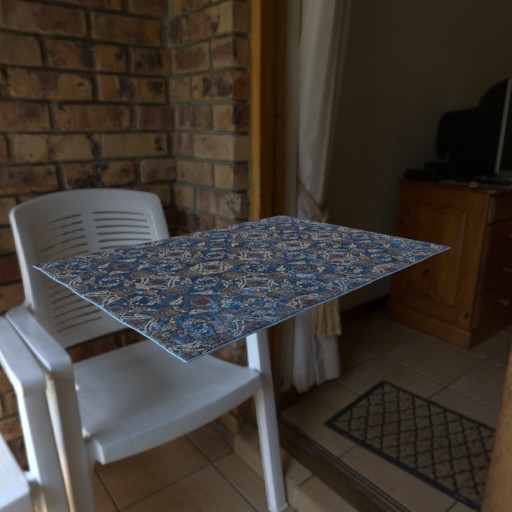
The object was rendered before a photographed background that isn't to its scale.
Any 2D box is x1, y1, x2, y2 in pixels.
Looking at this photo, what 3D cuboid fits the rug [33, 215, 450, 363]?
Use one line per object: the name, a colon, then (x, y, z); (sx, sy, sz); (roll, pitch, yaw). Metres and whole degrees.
rug: (0.000, 0.000, 2.849); (2.207, 0.014, 1.567); (-15, 22, -42)
